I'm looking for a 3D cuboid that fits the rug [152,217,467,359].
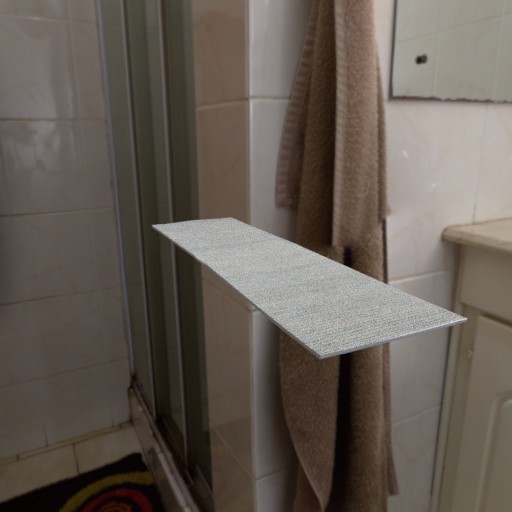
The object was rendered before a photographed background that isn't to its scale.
[{"bbox_3d":[0.000,0.000,2.566,0.675,0.037,2.341,-7,17,-25],"label":"rug"}]
